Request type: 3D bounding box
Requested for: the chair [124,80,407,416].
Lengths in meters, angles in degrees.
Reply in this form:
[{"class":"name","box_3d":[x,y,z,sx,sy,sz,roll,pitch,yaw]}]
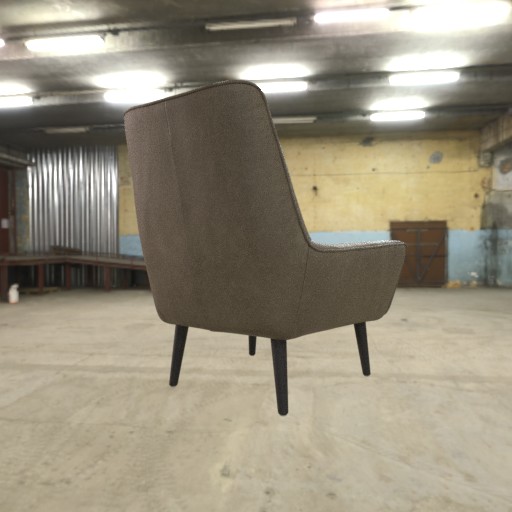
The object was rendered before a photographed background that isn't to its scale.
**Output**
[{"class":"chair","box_3d":[0.000,0.000,1.510,0.787,0.888,0.824,1,1,36]}]
